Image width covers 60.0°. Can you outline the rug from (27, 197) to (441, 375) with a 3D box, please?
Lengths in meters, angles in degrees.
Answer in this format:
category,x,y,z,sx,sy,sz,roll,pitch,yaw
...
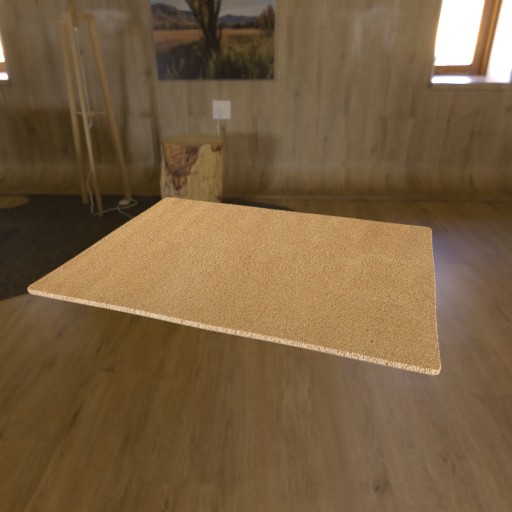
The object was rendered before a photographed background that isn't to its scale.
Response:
category,x,y,z,sx,sy,sz,roll,pitch,yaw
rug,0.000,0.000,2.106,1.600,0.025,1.199,8,28,16
